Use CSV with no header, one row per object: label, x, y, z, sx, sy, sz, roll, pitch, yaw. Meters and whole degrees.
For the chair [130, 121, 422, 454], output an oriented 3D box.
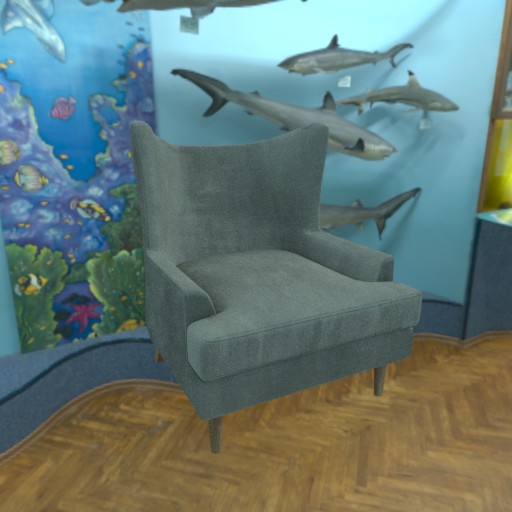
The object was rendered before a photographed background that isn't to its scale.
chair,0.000,0.000,1.634,0.784,0.950,0.906,-8,18,-26
